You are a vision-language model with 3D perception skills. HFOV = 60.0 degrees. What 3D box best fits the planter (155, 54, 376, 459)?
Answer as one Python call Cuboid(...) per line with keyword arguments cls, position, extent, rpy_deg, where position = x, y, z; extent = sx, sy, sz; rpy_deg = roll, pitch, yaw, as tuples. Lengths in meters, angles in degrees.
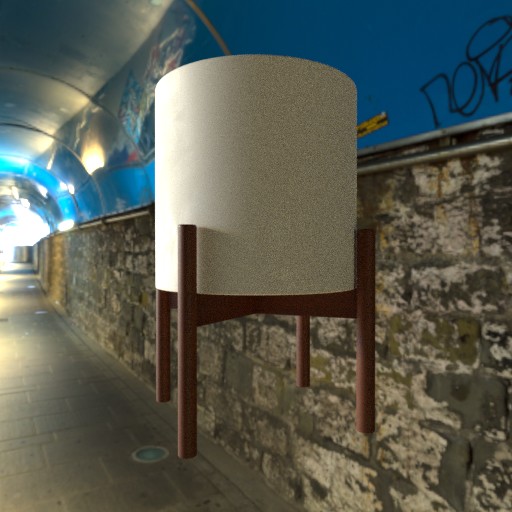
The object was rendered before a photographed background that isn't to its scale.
Cuboid(cls="planter", position=(0.000, 0.000, 0.943), extent=(0.417, 0.670, 0.417), rpy_deg=(0, 0, -19))
